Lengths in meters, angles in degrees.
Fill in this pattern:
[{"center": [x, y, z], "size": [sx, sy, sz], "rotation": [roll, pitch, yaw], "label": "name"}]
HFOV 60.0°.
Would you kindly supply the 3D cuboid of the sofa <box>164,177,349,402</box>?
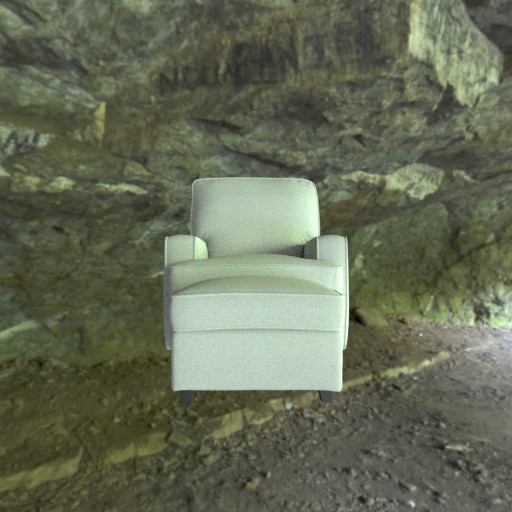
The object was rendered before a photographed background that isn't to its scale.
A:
[{"center": [0.000, 0.000, 2.104], "size": [0.861, 0.959, 1.472], "rotation": [0, -1, 0], "label": "sofa"}]
